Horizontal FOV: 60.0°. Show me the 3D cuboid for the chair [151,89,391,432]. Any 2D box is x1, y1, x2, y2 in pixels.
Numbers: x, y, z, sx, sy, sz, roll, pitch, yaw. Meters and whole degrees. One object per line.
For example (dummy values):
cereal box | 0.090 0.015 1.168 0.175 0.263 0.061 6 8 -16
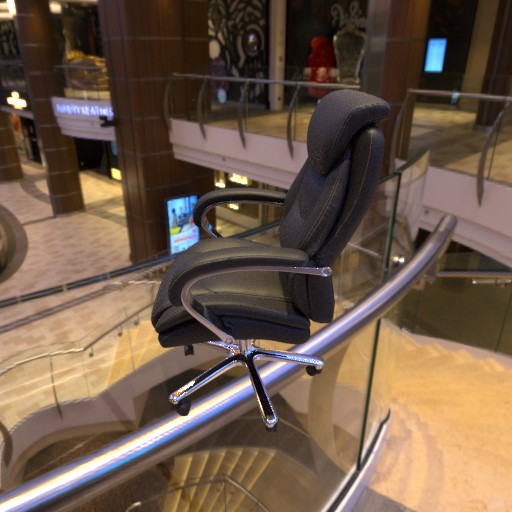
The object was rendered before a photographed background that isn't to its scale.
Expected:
chair | 0.000 0.000 1.706 0.790 1.183 0.755 -1 25 -1
